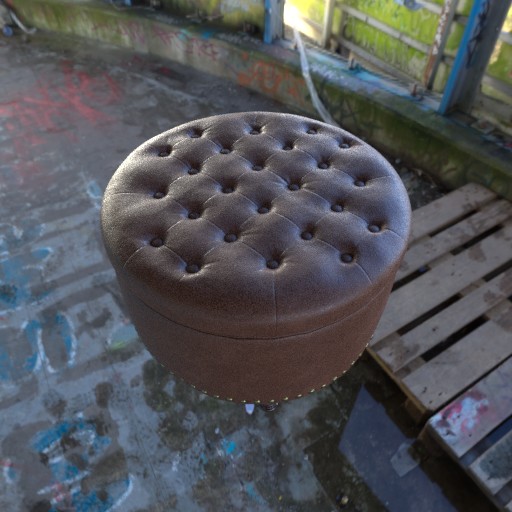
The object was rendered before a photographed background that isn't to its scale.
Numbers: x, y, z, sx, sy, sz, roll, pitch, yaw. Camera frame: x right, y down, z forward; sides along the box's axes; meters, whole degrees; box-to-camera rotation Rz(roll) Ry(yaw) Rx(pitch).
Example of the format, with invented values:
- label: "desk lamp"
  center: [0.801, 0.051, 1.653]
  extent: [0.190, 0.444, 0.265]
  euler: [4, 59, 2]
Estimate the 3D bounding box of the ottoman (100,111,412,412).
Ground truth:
- label: "ottoman"
  center: [0.000, 0.000, 1.062]
  extent: [0.637, 0.442, 0.637]
  euler: [0, 48, 0]
